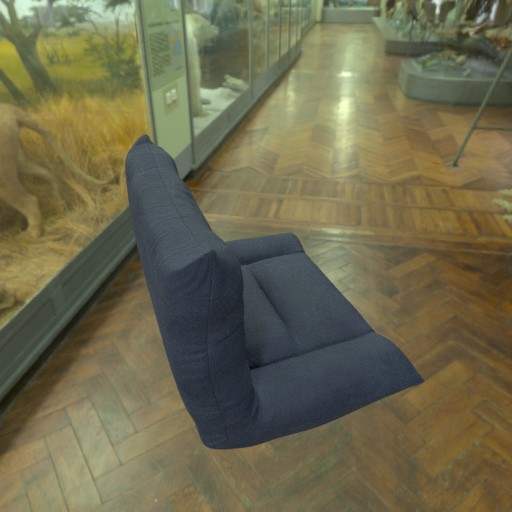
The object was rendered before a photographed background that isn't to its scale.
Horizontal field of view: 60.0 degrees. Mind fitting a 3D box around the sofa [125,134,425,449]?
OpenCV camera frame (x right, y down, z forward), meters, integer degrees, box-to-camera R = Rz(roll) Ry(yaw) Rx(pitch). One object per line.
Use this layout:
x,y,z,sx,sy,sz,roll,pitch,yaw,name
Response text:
0.000,0.000,1.723,0.849,0.778,1.122,-11,33,-17,sofa
